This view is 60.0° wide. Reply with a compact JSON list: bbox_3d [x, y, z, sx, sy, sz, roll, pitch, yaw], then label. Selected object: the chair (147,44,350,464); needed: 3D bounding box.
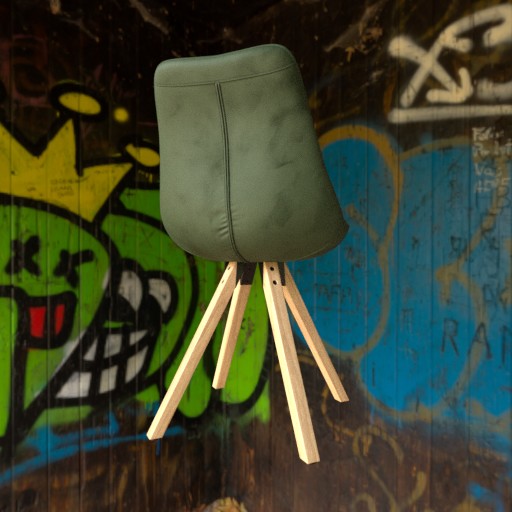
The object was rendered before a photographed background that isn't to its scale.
[{"bbox_3d":[0.000,0.000,1.181,0.483,0.865,0.547,0,0,19],"label":"chair"}]
